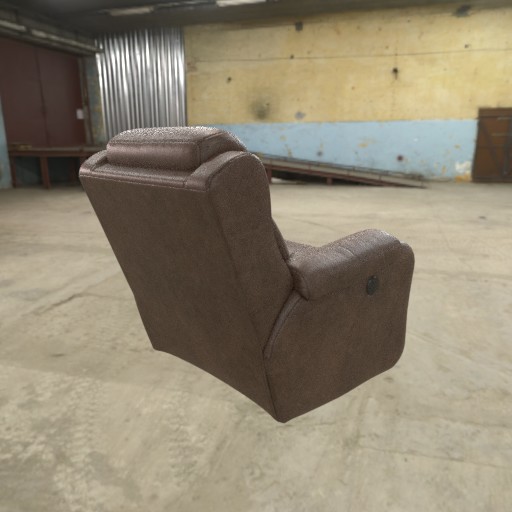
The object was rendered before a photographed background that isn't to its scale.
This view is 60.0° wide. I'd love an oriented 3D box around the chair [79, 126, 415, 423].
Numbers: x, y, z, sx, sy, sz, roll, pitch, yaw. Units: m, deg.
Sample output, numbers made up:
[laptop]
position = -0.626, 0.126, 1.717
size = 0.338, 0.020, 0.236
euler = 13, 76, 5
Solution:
[chair]
position = 0.000, 0.000, 1.795
size = 0.940, 0.990, 1.067
euler = 14, 20, 43
